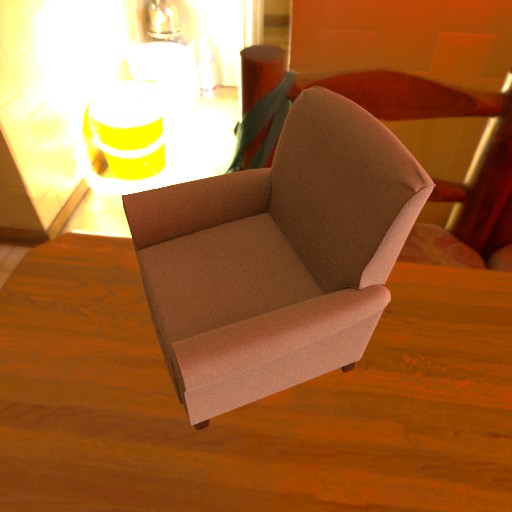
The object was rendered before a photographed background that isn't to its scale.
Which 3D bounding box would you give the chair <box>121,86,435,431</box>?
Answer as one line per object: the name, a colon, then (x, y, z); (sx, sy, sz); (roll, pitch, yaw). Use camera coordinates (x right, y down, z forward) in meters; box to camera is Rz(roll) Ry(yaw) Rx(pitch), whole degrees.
chair: (0.000, 0.000, 1.784); (0.905, 1.061, 0.978); (-16, 47, -16)
